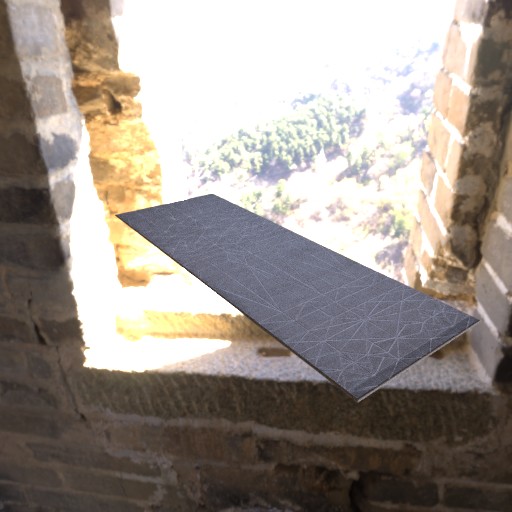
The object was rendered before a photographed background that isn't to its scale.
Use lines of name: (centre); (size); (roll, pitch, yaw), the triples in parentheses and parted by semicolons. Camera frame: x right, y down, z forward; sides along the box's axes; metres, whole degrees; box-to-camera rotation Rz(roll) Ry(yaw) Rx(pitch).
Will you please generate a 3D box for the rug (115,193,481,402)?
rug: (0.000, 0.000, 2.713); (0.864, 0.012, 2.388); (-18, 32, -33)
